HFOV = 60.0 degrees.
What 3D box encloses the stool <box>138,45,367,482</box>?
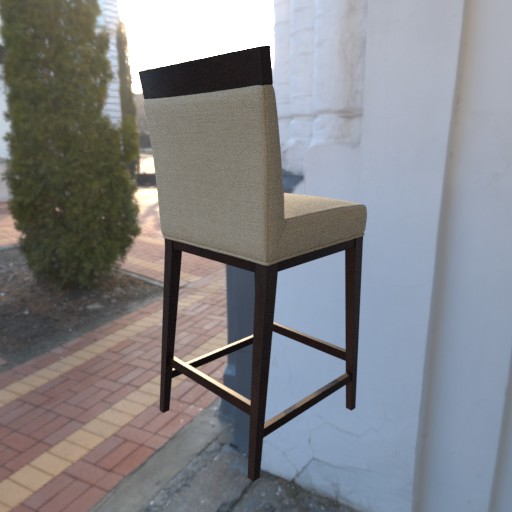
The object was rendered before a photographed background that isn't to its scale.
[{"bbox_3d":[0.000,0.000,1.419,0.531,1.117,0.511,-14,20,-43],"label":"stool"}]
